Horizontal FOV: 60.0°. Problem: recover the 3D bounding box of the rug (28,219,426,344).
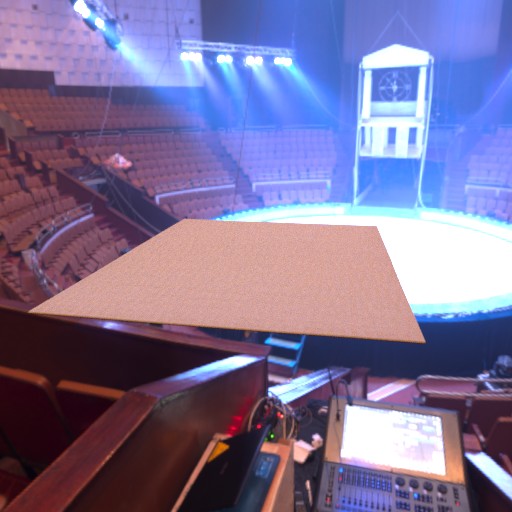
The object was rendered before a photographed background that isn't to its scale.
[{"bbox_3d":[0.000,0.000,4.054,2.410,0.021,3.055,3,16,10],"label":"rug"}]
